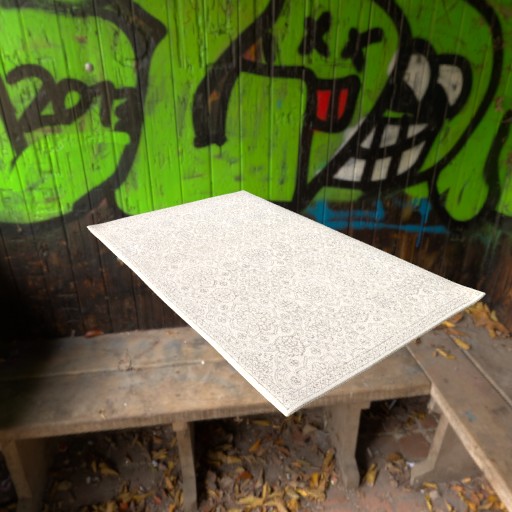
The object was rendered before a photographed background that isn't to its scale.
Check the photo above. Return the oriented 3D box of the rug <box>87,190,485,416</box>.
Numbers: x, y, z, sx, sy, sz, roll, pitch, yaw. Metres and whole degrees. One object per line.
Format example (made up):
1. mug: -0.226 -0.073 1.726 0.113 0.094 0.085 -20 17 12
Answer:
1. rug: 0.000 0.000 2.426 1.214 0.023 1.947 -19 32 -32
